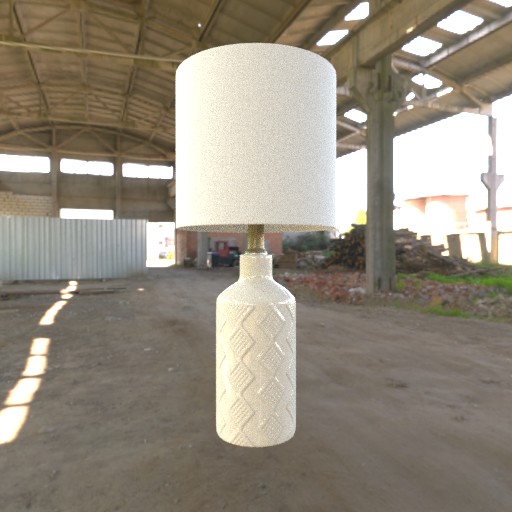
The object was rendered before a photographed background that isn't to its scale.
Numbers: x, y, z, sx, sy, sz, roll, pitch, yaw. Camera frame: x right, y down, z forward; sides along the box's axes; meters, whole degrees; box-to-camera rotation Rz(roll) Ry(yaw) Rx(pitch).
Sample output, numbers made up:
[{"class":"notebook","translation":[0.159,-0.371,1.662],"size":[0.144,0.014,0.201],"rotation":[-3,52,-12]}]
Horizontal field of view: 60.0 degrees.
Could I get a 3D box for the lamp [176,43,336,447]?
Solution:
[{"class":"lamp","translation":[0.000,0.000,0.582],"size":[0.207,0.461,0.207],"rotation":[0,1,36]}]
